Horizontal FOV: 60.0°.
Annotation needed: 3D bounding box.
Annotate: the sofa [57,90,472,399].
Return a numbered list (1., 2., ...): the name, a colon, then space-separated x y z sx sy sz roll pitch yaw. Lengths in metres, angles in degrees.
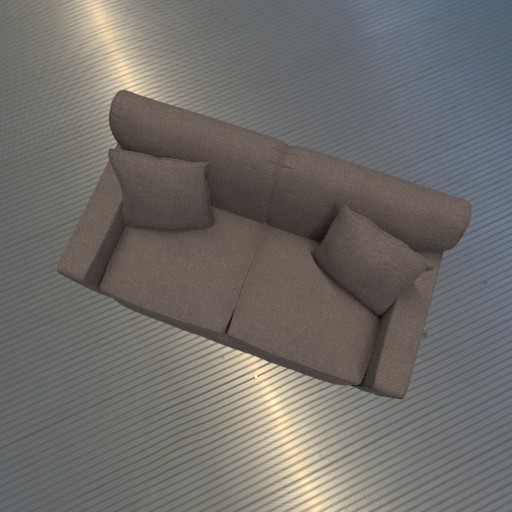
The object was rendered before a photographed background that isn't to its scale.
1. sofa: 0.000 0.000 2.434 1.846 0.958 1.000 19 76 5
